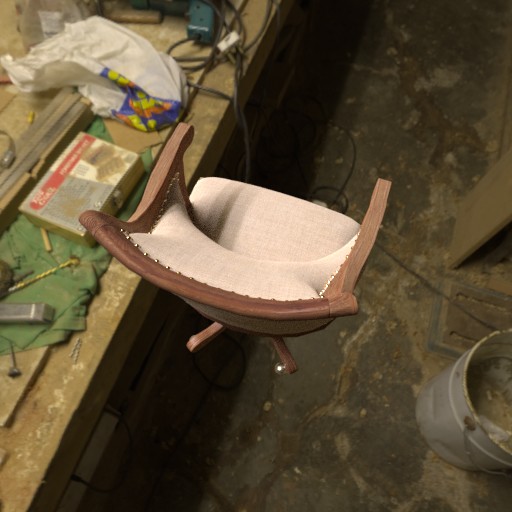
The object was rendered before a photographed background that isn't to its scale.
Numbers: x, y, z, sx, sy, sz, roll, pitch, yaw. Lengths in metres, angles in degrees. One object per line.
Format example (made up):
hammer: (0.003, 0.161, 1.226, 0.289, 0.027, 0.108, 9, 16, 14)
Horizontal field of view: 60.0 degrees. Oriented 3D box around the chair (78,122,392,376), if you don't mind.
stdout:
chair: (0.000, 0.000, 1.429, 0.656, 0.965, 0.689, 18, 65, 9)
